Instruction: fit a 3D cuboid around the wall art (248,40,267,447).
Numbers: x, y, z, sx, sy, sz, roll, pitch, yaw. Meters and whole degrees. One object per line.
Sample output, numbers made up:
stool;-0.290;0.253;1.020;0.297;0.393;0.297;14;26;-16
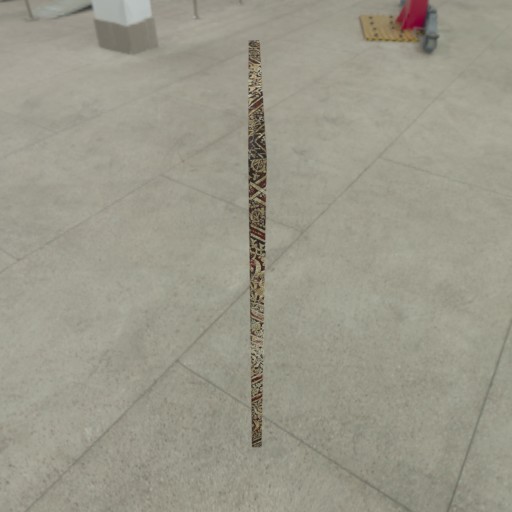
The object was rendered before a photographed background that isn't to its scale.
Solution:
wall art;0.000;0.000;1.176;0.030;0.904;0.599;0;41;-1
